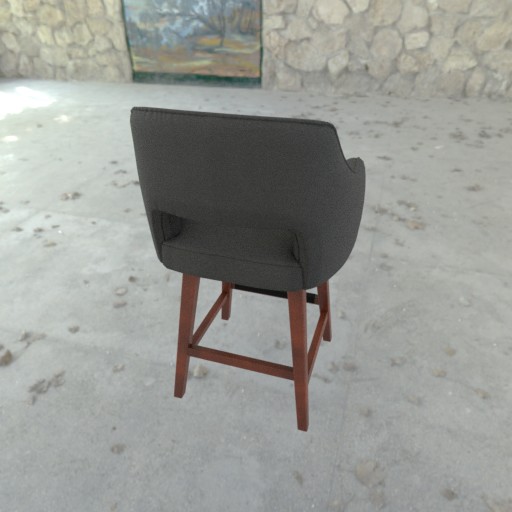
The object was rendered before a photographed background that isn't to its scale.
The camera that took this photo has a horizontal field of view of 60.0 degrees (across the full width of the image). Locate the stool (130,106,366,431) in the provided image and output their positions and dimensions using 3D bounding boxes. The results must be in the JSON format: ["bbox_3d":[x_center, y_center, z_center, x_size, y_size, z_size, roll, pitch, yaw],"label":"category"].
[{"bbox_3d":[0.000,0.000,1.271,0.548,0.912,0.558,9,32,15],"label":"stool"}]
